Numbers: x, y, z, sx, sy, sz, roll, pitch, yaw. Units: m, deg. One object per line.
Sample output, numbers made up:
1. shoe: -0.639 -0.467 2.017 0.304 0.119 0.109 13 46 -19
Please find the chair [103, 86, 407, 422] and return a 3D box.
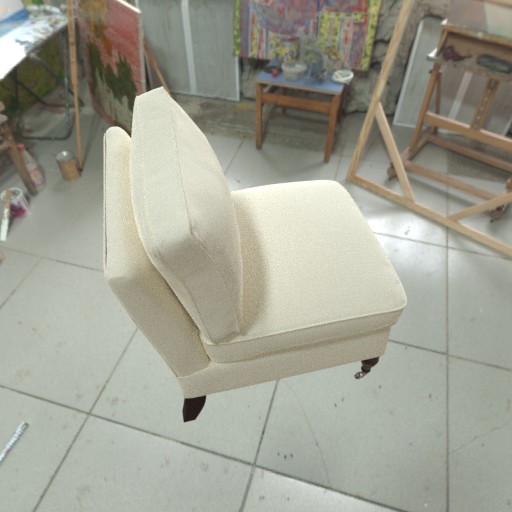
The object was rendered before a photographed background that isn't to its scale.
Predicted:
1. chair: 0.000 0.000 1.401 0.781 0.887 0.630 -10 48 -9
